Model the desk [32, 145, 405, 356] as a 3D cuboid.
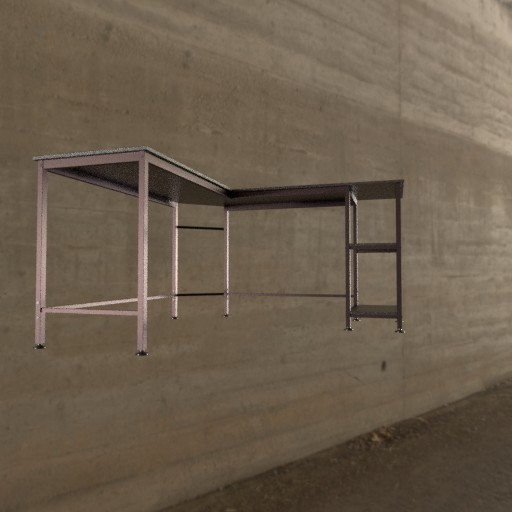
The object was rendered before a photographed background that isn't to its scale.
[{"bbox_3d":[0.000,0.000,2.153,1.379,0.739,1.379,-1,-2,17],"label":"desk"}]
